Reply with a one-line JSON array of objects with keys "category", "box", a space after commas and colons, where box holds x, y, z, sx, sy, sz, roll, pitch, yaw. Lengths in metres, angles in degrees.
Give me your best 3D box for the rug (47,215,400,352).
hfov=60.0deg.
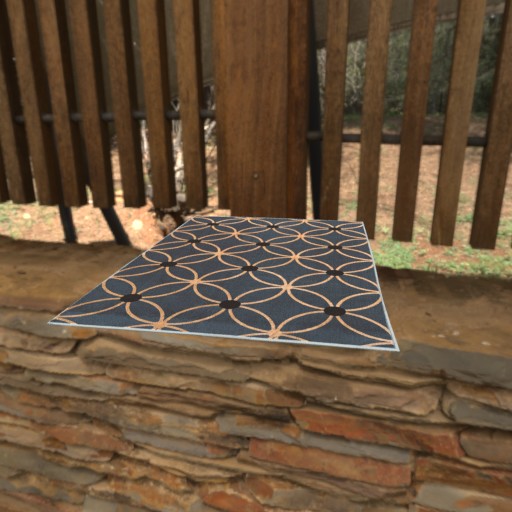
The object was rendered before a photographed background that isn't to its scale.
[{"category": "rug", "box": [0.000, 0.000, 2.923, 1.522, 0.008, 2.284, 3, 18, 9]}]
